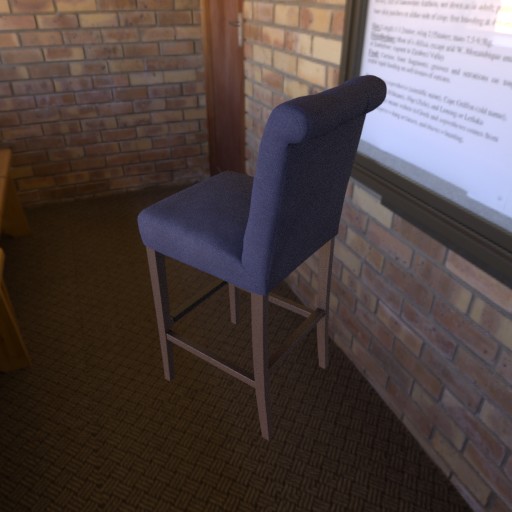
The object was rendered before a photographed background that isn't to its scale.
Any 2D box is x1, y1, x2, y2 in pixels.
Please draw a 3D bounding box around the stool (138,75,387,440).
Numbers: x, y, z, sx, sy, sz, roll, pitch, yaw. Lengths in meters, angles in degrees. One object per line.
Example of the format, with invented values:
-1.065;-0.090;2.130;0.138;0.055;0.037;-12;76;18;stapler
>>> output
0.000;0.000;1.497;0.601;1.140;0.493;21;37;30;stool
